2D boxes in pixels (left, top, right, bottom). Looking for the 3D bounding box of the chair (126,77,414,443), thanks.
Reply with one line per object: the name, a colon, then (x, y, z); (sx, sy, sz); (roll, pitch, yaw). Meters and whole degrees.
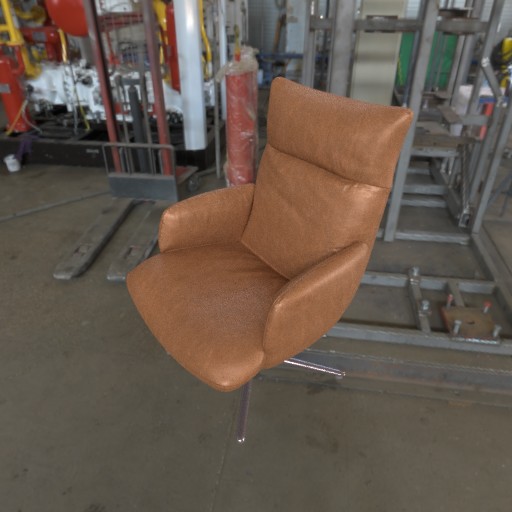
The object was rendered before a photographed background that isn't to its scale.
chair: (0.000, 0.000, 1.548); (0.794, 1.027, 0.711); (-22, 38, -30)
